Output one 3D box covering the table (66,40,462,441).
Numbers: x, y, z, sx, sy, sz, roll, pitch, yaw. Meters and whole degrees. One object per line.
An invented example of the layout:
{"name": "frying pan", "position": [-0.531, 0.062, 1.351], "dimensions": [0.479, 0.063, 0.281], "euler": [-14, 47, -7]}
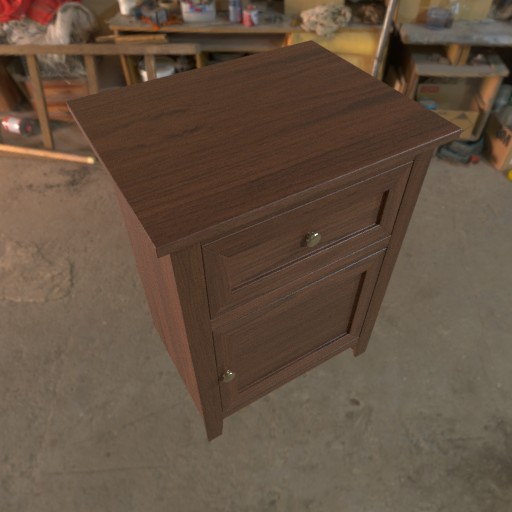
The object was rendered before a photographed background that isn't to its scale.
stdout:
{"name": "table", "position": [0.000, 0.000, 0.911], "dimensions": [0.480, 0.636, 0.381], "euler": [-23, 51, -20]}
